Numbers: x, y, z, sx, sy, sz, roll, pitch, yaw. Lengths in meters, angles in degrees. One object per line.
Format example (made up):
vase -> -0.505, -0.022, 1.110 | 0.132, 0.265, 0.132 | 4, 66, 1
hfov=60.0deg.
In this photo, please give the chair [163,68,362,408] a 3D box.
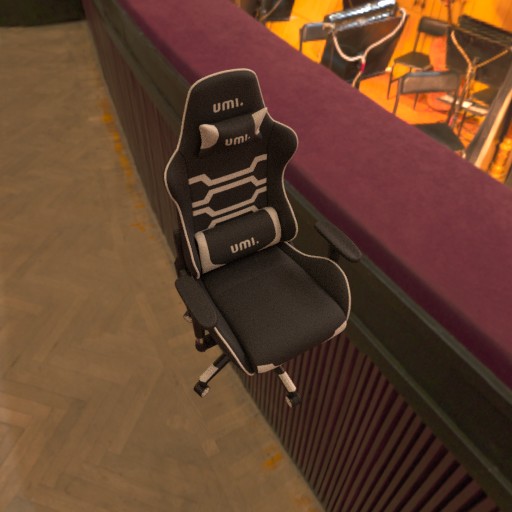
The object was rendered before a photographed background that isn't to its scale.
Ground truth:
chair -> 0.000, 0.000, 1.666 | 0.700, 1.240, 0.700 | -22, 49, -21
